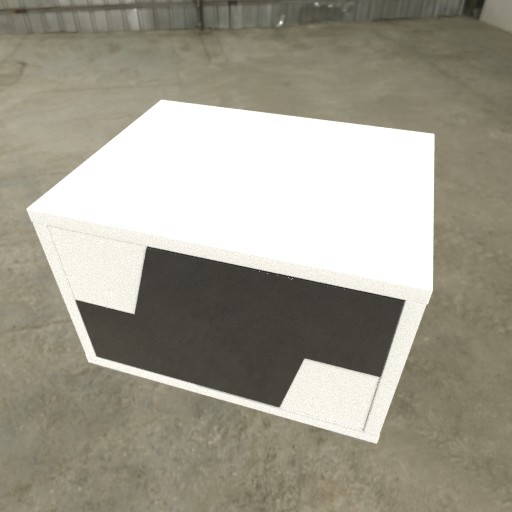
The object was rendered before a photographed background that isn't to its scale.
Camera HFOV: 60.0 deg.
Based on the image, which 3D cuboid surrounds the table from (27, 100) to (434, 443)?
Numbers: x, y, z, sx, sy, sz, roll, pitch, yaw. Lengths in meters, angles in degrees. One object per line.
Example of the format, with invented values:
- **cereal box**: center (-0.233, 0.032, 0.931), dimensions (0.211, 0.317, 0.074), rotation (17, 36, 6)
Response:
- **table**: center (0.000, 0.000, 0.790), dimensions (0.517, 0.357, 0.399), rotation (11, 42, 13)
